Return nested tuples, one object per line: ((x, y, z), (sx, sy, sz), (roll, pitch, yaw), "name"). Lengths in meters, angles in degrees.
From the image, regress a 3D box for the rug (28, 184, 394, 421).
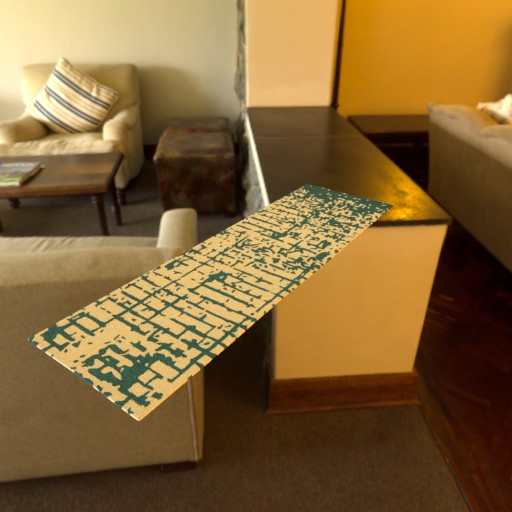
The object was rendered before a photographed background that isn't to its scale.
((0.000, 0.000, 2.645), (0.750, 0.011, 2.435), (20, 35, 31), "rug")
